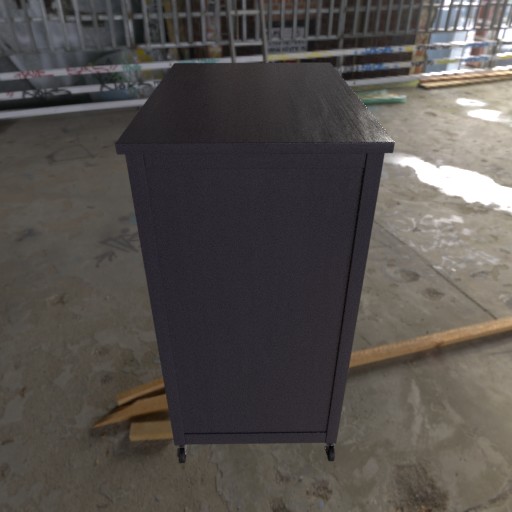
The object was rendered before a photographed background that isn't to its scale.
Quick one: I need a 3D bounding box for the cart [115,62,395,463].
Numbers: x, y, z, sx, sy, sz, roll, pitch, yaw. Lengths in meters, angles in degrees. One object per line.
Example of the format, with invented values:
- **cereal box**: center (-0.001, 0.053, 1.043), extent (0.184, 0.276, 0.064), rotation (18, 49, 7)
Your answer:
- **cart**: center (0.000, 0.000, 1.220), extent (0.449, 0.878, 0.690), rotation (0, 34, -1)
